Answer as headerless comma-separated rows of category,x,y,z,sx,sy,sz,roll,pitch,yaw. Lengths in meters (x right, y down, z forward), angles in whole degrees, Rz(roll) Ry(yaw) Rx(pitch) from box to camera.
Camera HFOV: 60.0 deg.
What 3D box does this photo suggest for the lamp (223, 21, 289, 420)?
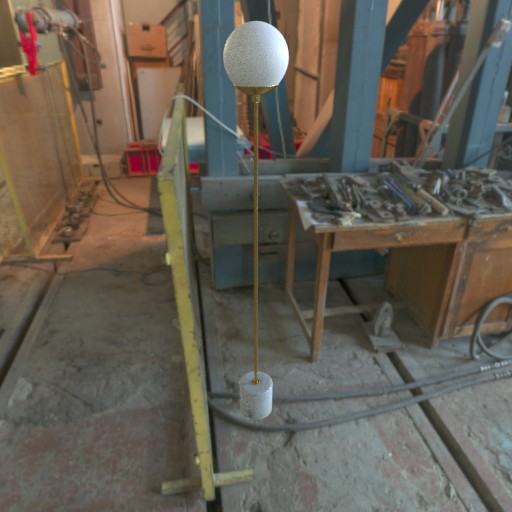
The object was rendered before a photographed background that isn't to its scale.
lamp,0.000,0.000,1.871,0.224,1.753,0.224,18,32,31
